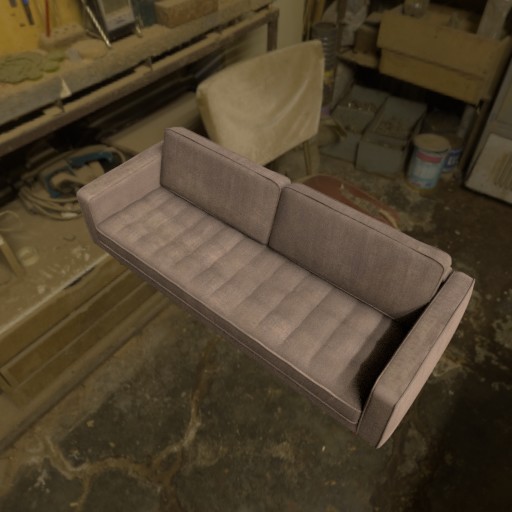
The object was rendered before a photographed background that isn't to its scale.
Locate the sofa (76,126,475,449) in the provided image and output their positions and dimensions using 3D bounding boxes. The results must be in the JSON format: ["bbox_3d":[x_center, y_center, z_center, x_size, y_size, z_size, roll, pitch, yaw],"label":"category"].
[{"bbox_3d":[0.000,0.000,2.681,2.295,0.813,0.923,31,54,26],"label":"sofa"}]
